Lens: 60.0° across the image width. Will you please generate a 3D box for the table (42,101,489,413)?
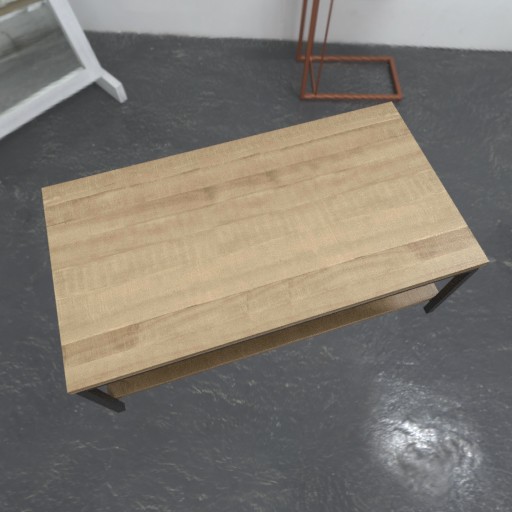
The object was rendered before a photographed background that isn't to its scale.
[{"bbox_3d":[0.000,0.000,1.351,1.062,0.393,0.574,-16,65,-8],"label":"table"}]
